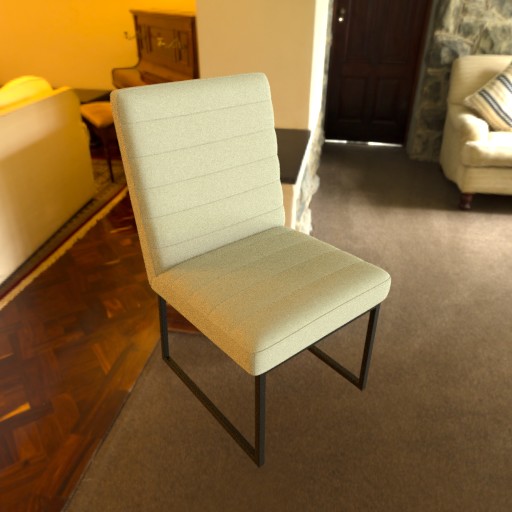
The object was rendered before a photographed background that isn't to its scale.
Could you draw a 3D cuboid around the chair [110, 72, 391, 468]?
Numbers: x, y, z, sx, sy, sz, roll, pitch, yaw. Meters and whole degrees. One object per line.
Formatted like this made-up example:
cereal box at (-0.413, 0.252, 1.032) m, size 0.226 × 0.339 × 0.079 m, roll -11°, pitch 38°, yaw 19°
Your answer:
chair at (0.000, 0.000, 1.325) m, size 0.520 × 0.930 × 0.634 m, roll -22°, pitch 37°, yaw -33°
